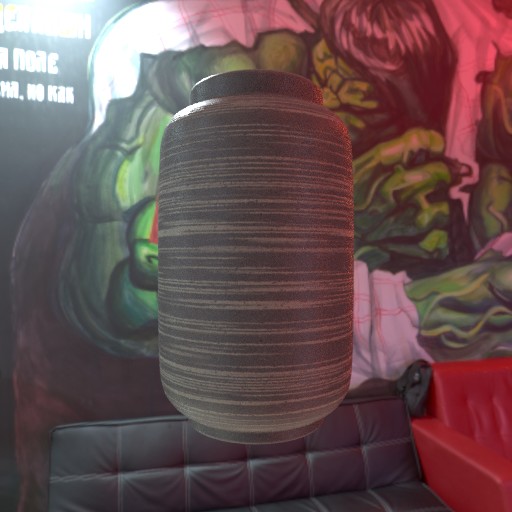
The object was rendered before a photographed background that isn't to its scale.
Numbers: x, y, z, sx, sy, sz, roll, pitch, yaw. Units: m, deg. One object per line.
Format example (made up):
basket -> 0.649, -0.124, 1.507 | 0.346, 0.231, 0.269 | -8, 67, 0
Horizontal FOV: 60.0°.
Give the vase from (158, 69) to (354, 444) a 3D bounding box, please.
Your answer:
vase -> 0.000, 0.000, 0.687 | 0.297, 0.499, 0.297 | 0, 0, 0
